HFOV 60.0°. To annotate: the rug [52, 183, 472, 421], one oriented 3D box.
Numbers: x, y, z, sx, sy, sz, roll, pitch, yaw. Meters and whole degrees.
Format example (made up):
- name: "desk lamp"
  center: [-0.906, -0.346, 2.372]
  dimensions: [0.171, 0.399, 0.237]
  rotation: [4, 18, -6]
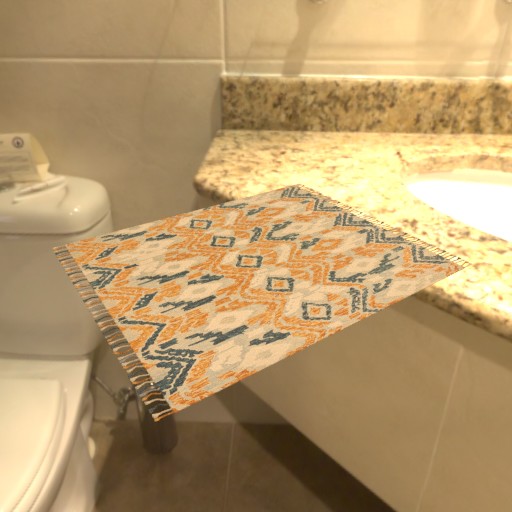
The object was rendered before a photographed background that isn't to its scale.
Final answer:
- name: "rug"
  center: [0.000, 0.000, 4.094]
  dimensions: [3.048, 0.010, 2.439]
  rotation: [-19, 35, -29]
